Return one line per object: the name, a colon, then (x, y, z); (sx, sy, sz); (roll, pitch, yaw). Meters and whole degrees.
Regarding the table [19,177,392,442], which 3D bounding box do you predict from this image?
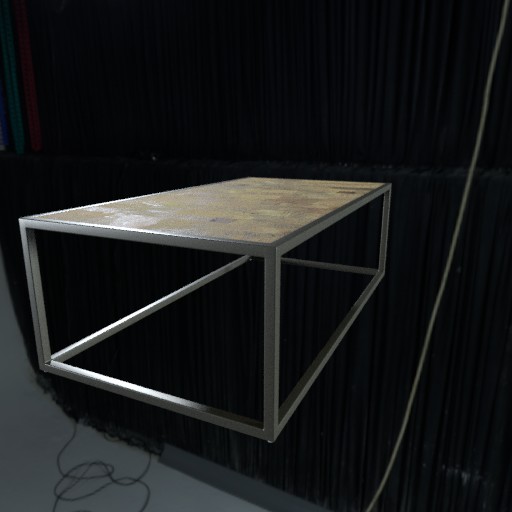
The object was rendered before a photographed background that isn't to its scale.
table: (0.000, 0.000, 1.466); (0.649, 0.398, 1.199); (7, 17, 25)
